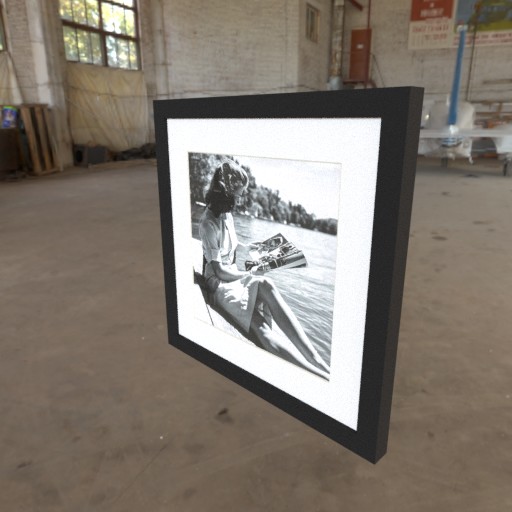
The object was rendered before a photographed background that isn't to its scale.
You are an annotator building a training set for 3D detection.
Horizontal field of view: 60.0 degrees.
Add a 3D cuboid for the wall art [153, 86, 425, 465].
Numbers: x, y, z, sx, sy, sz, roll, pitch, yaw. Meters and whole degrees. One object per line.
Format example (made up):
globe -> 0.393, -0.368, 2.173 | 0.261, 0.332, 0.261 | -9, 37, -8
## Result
wall art -> 0.000, 0.000, 0.671 | 0.462, 0.458, 0.030 | 16, 23, 42
